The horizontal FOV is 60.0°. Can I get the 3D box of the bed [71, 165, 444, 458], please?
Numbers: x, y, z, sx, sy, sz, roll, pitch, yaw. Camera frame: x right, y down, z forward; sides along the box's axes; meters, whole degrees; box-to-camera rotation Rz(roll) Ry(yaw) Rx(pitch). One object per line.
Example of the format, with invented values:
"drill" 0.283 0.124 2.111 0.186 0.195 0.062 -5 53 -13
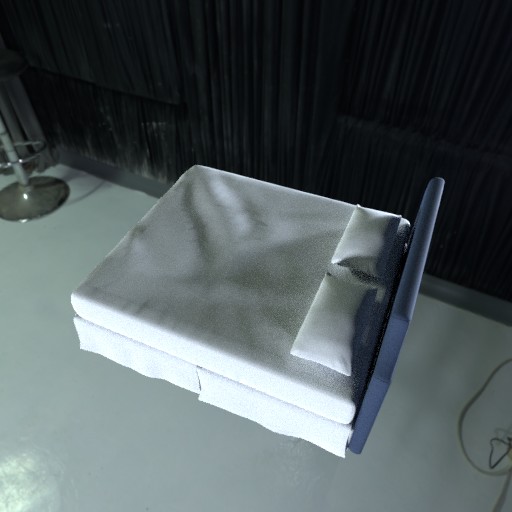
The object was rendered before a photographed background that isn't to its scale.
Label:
"bed" 0.000 0.000 4.129 2.773 1.488 2.350 17 48 17
